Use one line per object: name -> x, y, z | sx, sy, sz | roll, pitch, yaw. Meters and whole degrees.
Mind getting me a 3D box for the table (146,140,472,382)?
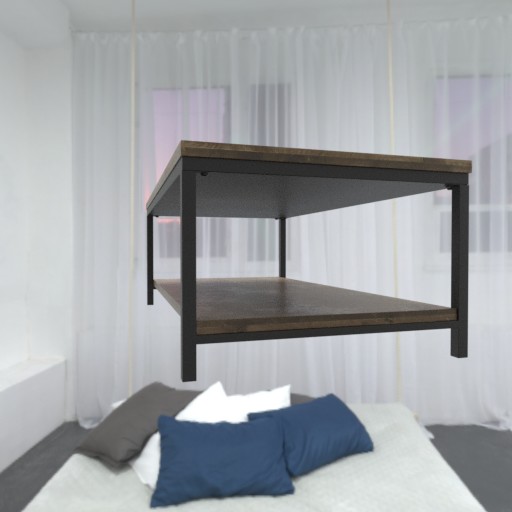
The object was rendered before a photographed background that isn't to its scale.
table -> 0.000, 0.000, 1.307 | 0.574, 0.393, 1.062 | 0, 1, -17
